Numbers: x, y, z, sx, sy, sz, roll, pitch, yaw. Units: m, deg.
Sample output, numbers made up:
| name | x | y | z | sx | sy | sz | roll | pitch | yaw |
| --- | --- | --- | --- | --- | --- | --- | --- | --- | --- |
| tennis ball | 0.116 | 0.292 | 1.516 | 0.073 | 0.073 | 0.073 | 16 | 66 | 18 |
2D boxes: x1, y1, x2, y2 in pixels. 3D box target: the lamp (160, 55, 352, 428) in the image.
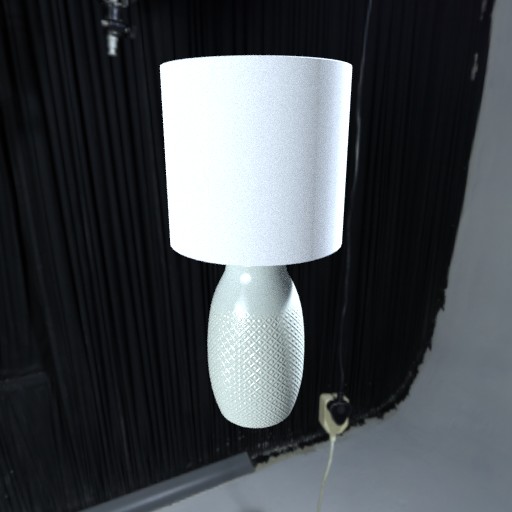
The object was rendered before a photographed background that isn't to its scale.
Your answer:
| name | x | y | z | sx | sy | sz | roll | pitch | yaw |
| --- | --- | --- | --- | --- | --- | --- | --- | --- | --- |
| lamp | 0.000 | 0.000 | 0.577 | 0.217 | 0.453 | 0.217 | -8 | 19 | -25 |
